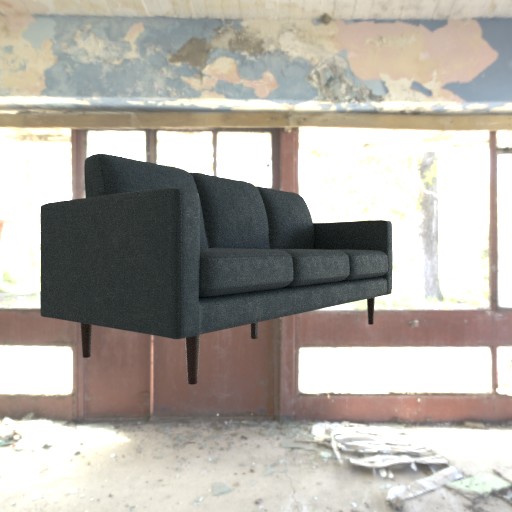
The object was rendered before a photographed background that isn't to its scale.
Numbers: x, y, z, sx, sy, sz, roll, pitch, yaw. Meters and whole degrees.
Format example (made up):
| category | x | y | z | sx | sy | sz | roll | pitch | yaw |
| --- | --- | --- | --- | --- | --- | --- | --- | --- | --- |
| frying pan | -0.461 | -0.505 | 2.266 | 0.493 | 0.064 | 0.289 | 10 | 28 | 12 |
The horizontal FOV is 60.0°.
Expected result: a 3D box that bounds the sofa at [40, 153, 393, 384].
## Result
| category | x | y | z | sx | sy | sz | roll | pitch | yaw |
| --- | --- | --- | --- | --- | --- | --- | --- | --- | --- |
| sofa | 0.000 | 0.000 | 2.526 | 0.935 | 0.945 | 2.013 | 0 | 1 | 37 |
